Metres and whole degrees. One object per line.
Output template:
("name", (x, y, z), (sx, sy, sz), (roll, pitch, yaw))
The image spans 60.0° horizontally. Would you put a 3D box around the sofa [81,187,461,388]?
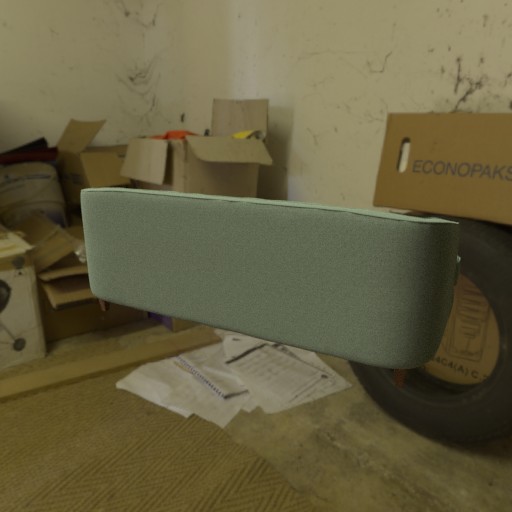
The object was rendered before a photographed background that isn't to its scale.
("sofa", (0.000, 0.000, 2.754), (2.278, 0.855, 0.941), (9, 18, 27))
